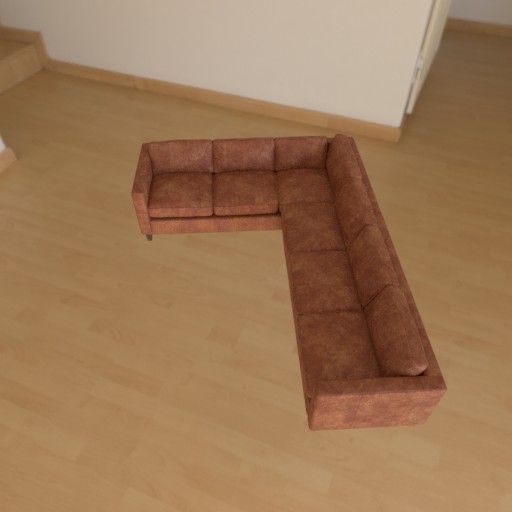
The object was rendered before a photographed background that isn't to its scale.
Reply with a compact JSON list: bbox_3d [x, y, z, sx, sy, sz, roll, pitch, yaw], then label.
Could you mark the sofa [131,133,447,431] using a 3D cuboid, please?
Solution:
[{"bbox_3d":[0.000,0.000,4.217,2.438,0.838,3.150,-2,47,-2],"label":"sofa"}]
